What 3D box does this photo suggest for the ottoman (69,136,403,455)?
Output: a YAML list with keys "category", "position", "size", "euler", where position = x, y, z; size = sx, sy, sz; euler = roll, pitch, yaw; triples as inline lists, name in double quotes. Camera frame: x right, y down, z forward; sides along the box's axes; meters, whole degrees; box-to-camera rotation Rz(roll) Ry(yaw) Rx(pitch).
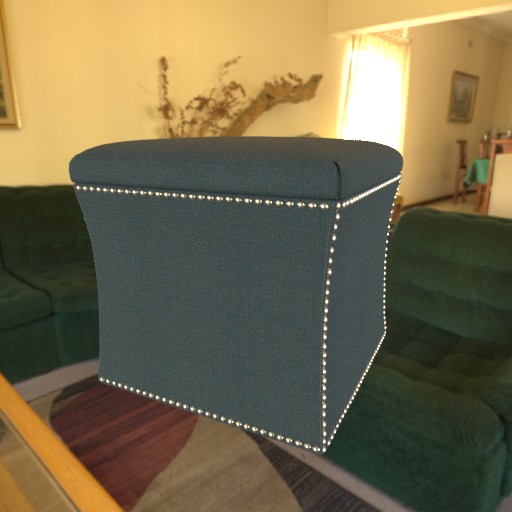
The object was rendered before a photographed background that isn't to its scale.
- category: "ottoman"
  position: [0.000, 0.000, 0.910]
  size: [0.497, 0.475, 0.507]
  euler: [8, 17, 26]
